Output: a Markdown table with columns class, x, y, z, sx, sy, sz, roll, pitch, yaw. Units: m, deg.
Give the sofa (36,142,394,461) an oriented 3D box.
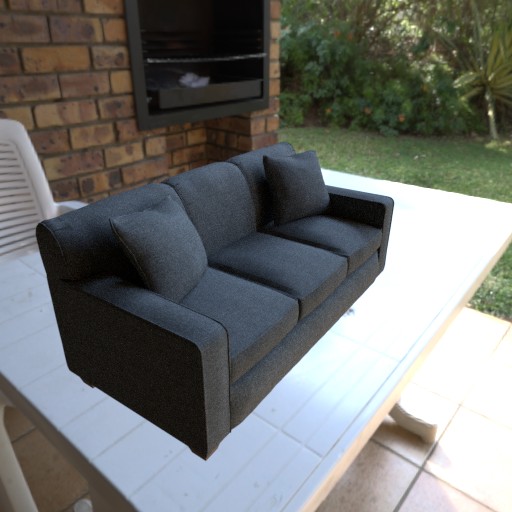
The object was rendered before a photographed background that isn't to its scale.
| class | x | y | z | sx | sy | sz | roll | pitch | yaw |
| --- | --- | --- | --- | --- | --- | --- | --- | --- | --- |
| sofa | 0.000 | 0.000 | 2.603 | 0.997 | 0.958 | 2.024 | 17 | 31 | 31 |
